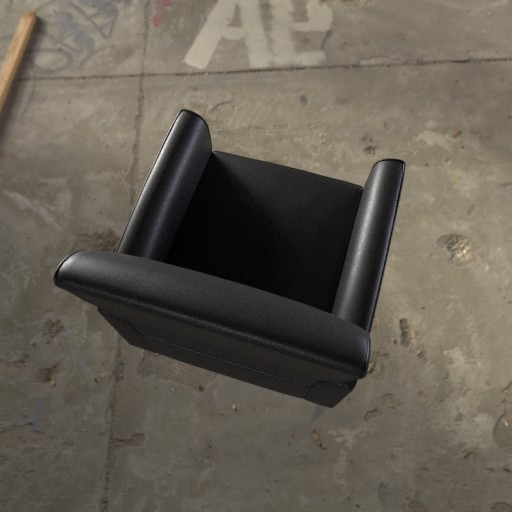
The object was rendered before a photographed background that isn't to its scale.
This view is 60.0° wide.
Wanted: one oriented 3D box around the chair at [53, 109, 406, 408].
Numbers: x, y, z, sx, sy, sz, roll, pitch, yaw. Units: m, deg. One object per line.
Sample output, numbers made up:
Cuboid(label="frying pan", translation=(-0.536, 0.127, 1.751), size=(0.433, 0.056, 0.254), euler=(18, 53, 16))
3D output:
Cuboid(label="chair", translation=(0.000, 0.000, 1.529), size=(0.820, 0.916, 0.819), euler=(15, 64, 8))
